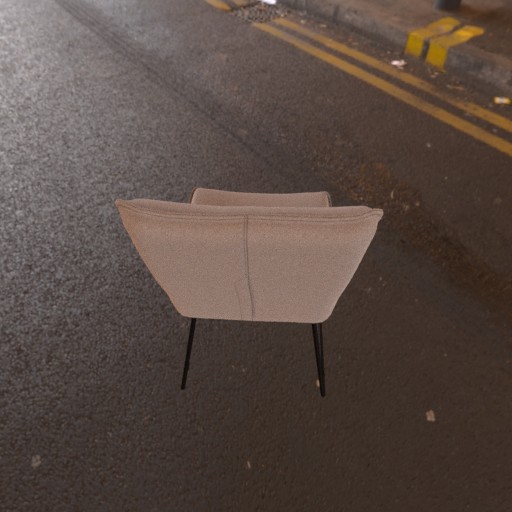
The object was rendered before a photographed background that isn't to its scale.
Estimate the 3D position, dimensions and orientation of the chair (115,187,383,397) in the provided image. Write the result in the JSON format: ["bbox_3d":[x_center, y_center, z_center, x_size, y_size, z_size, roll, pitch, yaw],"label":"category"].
[{"bbox_3d":[0.000,0.000,1.363,0.515,0.930,0.688,2,48,2],"label":"chair"}]
